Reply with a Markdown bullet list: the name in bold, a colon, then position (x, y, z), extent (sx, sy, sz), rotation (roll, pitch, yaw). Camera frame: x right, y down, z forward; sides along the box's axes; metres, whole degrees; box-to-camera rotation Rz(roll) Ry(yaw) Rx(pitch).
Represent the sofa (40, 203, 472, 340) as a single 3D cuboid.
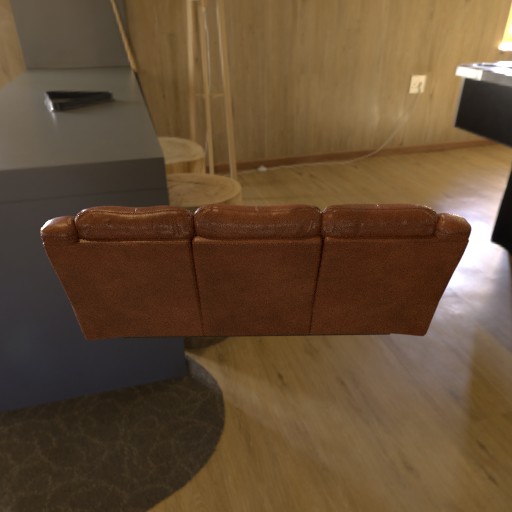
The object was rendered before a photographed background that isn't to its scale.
- **sofa**: position (0.000, 0.000, 2.877), extent (2.337, 1.043, 0.991), rotation (-1, 30, -1)
